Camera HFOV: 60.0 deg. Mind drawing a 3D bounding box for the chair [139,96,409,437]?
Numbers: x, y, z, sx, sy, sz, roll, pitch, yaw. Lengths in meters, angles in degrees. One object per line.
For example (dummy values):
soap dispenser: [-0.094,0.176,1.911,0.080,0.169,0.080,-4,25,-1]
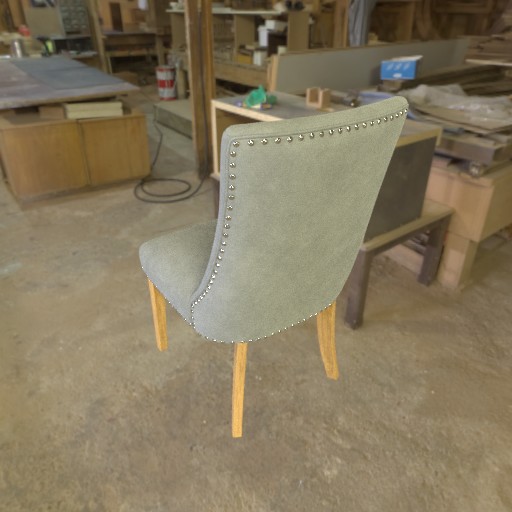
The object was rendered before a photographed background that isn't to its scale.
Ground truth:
chair: [0.000,0.000,1.262,0.495,0.902,0.610,-20,36,-30]
